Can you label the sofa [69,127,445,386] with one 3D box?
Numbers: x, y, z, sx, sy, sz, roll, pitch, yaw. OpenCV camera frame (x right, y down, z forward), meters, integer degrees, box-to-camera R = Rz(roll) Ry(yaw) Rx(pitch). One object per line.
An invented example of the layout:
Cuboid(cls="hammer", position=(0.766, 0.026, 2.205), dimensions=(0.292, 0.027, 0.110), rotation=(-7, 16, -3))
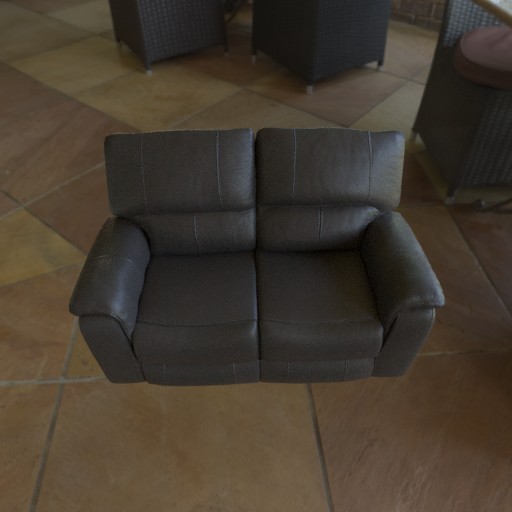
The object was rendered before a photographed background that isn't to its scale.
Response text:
Cuboid(cls="sofa", position=(0.000, 0.000, 2.459), dimensions=(1.765, 1.111, 1.104), rotation=(-1, 45, -1))
